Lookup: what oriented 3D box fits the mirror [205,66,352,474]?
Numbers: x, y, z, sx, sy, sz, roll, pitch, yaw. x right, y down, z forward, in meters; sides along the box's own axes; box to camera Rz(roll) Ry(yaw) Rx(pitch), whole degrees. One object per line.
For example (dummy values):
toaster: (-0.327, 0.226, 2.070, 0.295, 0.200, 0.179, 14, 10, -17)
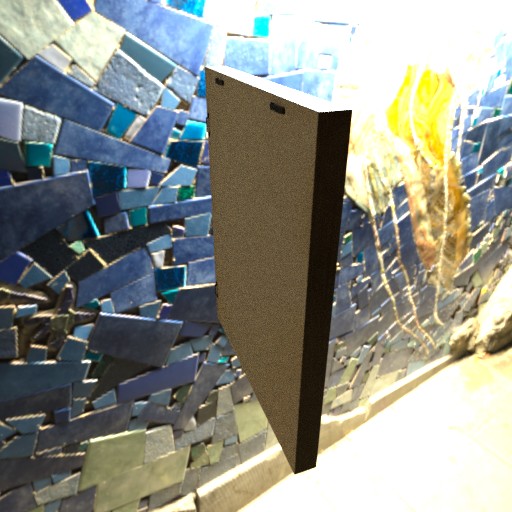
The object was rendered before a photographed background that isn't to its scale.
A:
mirror: (0.000, 0.000, 0.689, 0.041, 0.508, 0.405, -10, 30, -18)
